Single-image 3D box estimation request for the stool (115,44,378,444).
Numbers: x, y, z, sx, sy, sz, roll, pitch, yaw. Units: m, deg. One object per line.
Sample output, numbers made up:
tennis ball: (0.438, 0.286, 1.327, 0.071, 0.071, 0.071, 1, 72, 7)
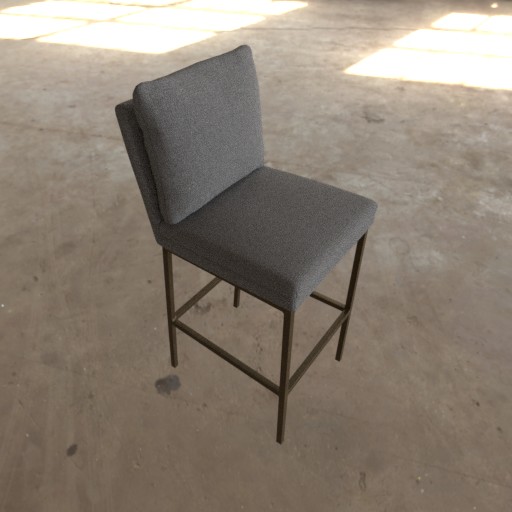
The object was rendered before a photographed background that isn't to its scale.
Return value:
stool: (0.000, 0.000, 1.412, 0.569, 1.132, 0.463, 25, 47, 27)
